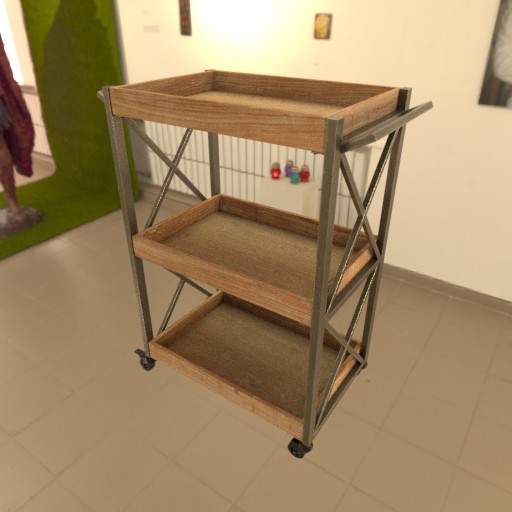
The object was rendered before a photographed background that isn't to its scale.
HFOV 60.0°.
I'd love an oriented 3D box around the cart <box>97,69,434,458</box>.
[{"bbox_3d":[0.000,0.000,1.159,0.673,0.835,0.377,19,35,30],"label":"cart"}]
